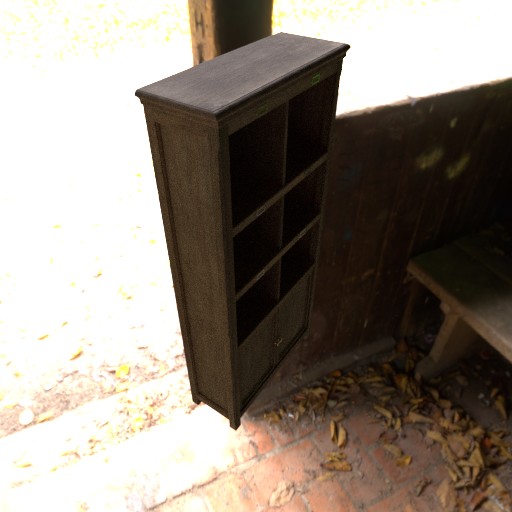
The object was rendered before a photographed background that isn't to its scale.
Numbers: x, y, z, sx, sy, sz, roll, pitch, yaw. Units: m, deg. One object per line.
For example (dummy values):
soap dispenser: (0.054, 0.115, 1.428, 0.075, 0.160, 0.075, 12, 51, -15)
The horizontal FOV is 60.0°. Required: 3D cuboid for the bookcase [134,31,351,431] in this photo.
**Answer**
bookcase: (0.000, 0.000, 2.260, 0.348, 1.880, 0.906, 24, 46, 26)
